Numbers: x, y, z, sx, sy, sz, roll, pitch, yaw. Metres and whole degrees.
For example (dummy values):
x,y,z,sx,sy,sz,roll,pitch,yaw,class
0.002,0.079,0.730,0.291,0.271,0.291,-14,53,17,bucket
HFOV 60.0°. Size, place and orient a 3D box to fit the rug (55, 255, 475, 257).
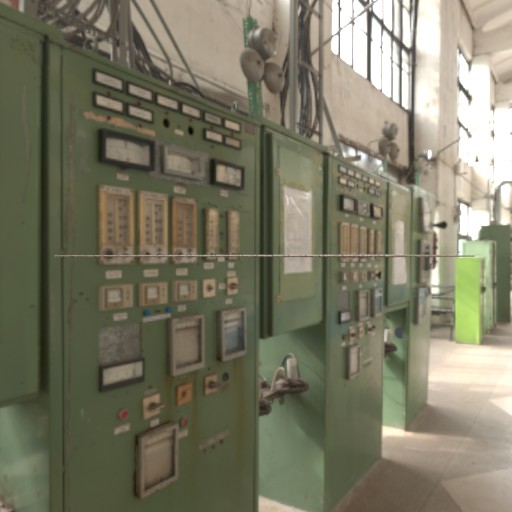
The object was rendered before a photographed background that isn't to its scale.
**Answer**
x,y,z,sx,sy,sz,roll,pitch,yaw,class
0.000,0.000,3.038,2.464,0.010,1.549,0,0,37,rug
